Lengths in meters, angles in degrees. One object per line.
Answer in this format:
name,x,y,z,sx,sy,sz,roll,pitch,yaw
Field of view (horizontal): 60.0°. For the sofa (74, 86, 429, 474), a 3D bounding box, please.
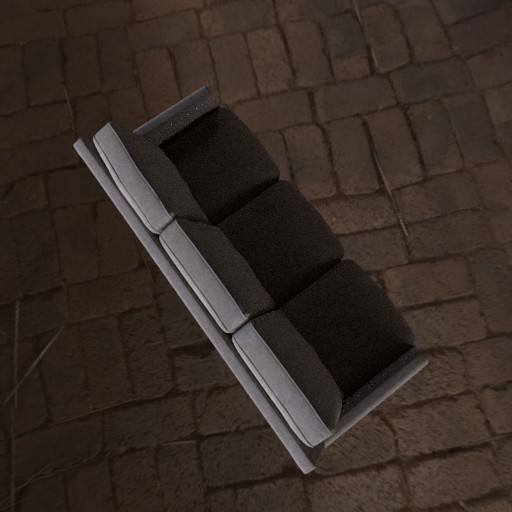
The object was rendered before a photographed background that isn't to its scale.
sofa,0.000,0.000,2.797,1.034,1.042,2.226,-36,79,-8
